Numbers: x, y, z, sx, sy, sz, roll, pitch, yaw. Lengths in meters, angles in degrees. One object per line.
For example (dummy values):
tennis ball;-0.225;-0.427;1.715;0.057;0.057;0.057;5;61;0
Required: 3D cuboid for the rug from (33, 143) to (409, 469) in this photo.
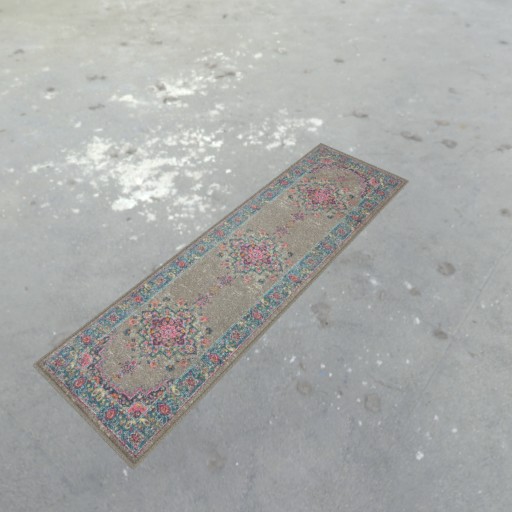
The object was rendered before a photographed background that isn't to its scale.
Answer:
rug;0.000;0.000;1.931;0.553;0.012;1.827;31;54;26
